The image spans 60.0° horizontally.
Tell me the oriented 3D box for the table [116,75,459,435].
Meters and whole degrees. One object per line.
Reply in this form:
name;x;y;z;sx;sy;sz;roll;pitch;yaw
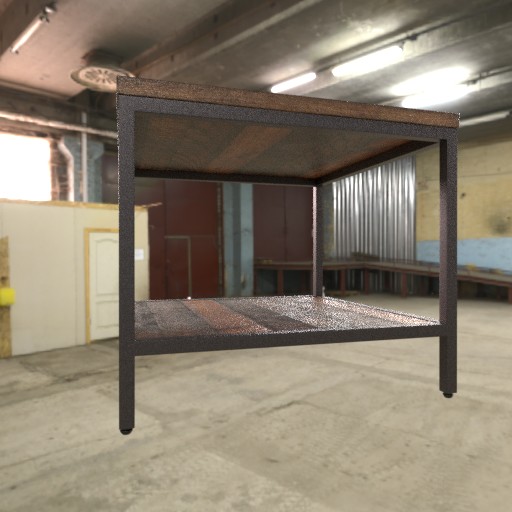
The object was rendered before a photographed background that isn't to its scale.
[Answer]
table;0.000;0.000;0.930;0.553;0.482;0.548;0;0;-17
